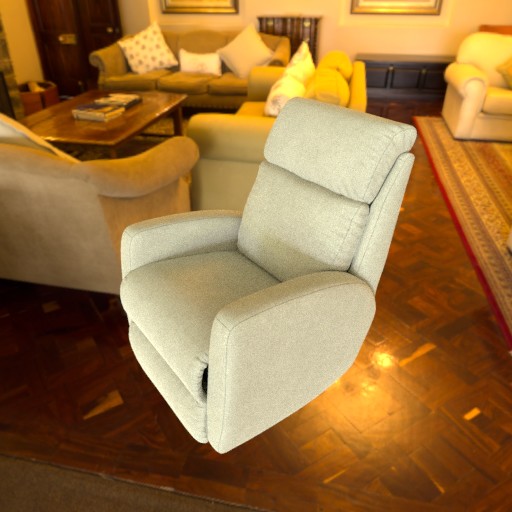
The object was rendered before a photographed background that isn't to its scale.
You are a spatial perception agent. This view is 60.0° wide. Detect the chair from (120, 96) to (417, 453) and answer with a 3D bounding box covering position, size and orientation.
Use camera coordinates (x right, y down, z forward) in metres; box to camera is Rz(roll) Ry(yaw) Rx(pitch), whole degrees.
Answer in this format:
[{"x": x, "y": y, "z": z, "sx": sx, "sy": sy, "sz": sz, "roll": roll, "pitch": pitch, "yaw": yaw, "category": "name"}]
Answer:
[{"x": 0.000, "y": 0.000, "z": 1.711, "sx": 0.941, "sy": 1.015, "sz": 0.812, "roll": -22, "pitch": 38, "yaw": -31, "category": "chair"}]
